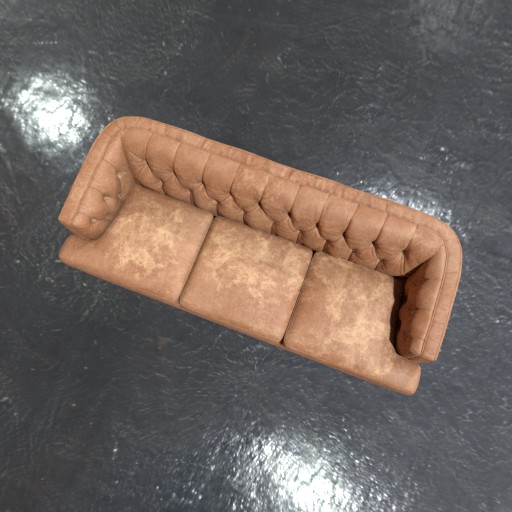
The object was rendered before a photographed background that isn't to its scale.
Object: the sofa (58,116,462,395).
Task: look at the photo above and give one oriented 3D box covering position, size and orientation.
[{"bbox_3d":[0.000,0.000,2.729,2.257,0.791,0.922,20,75,6],"label":"sofa"}]
